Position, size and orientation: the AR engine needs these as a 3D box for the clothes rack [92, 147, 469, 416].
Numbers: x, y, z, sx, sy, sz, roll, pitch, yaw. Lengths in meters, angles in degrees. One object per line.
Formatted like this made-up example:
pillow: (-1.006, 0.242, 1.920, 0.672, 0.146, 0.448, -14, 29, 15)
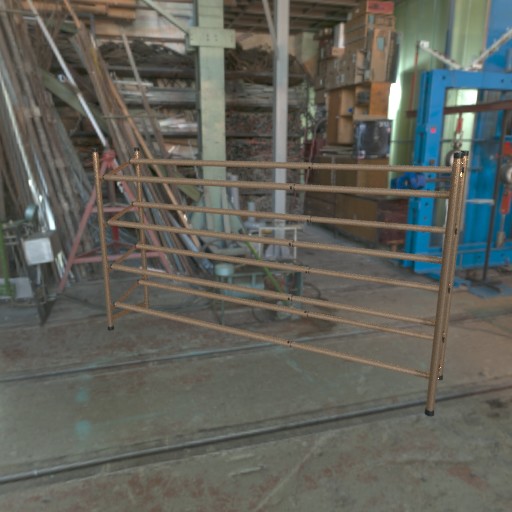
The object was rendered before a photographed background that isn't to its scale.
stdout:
clothes rack: (0.000, 0.000, 1.431, 1.168, 0.672, 0.229, 8, 16, 27)
